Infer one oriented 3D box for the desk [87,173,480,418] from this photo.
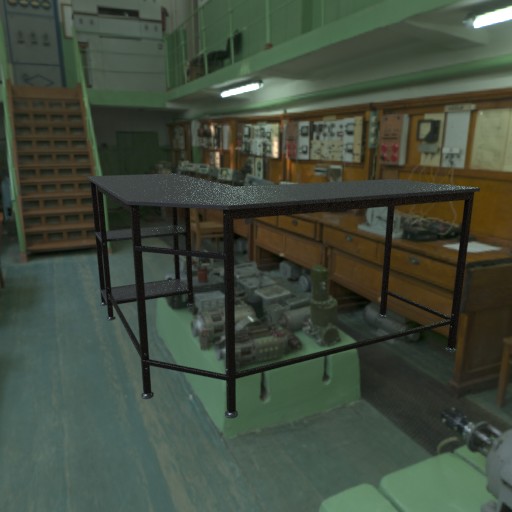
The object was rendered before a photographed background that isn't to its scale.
[{"bbox_3d":[0.000,0.000,2.220,1.379,0.739,1.379,-7,16,-26],"label":"desk"}]
